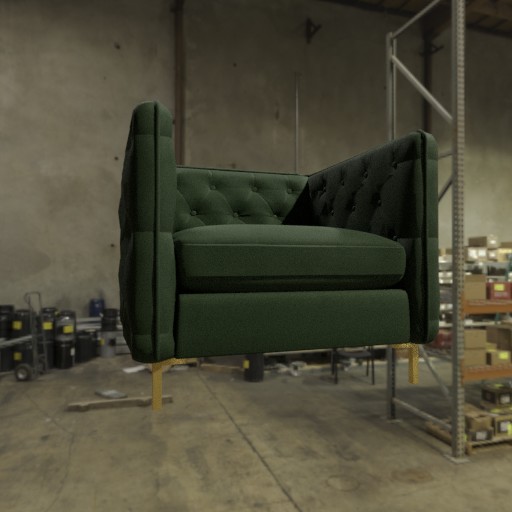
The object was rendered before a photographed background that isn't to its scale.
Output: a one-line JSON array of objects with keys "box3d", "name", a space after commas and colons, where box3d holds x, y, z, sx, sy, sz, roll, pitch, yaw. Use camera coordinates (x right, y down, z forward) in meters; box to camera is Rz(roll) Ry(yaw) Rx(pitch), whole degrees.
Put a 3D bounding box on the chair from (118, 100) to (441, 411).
[{"box3d": [0.000, 0.000, 1.560, 0.917, 0.768, 0.855, 0, -1, -18], "name": "chair"}]
